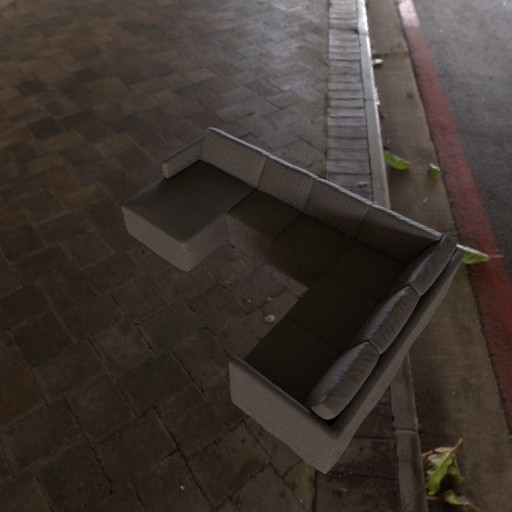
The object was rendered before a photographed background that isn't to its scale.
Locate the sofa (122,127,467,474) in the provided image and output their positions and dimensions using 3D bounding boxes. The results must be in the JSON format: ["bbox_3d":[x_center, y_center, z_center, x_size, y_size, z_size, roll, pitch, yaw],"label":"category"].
[{"bbox_3d":[0.000,0.000,4.682,3.528,0.878,2.476,31,54,25],"label":"sofa"}]
